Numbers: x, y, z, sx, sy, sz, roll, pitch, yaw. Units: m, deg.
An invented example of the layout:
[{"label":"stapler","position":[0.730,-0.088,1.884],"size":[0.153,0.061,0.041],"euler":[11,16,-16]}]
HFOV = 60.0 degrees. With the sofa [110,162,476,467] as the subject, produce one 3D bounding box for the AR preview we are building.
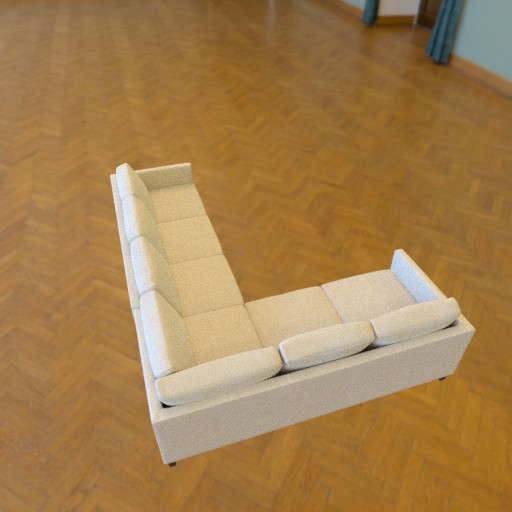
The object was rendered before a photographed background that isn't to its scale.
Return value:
[{"label":"sofa","position":[0.000,0.000,4.312],"size":[2.432,0.863,3.182],"euler":[-12,42,-14]}]
